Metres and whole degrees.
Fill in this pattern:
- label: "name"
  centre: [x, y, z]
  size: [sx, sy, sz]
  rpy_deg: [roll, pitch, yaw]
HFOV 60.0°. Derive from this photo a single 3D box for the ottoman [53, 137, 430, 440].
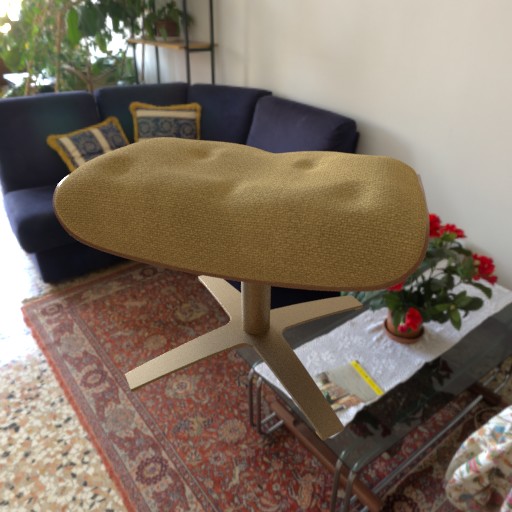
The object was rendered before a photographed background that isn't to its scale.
- label: "ottoman"
  centre: [0.000, 0.000, 0.797]
  size: [0.520, 0.391, 0.394]
  rpy_deg: [9, 32, 14]
